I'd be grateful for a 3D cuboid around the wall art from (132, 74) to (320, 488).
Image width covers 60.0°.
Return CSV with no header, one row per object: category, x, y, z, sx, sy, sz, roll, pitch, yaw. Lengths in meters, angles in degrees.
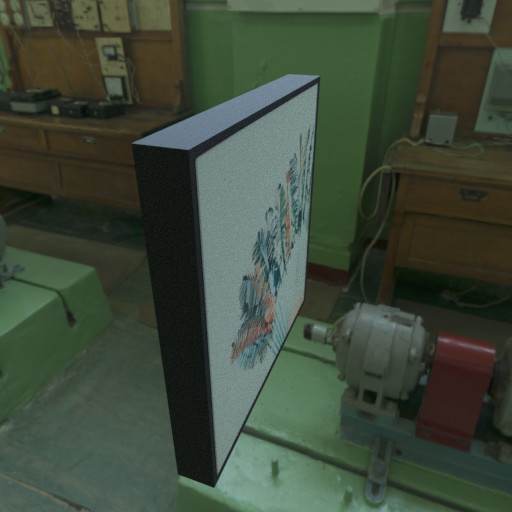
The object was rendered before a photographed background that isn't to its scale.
wall art,0.000,0.000,0.443,0.036,0.300,0.302,11,31,18
